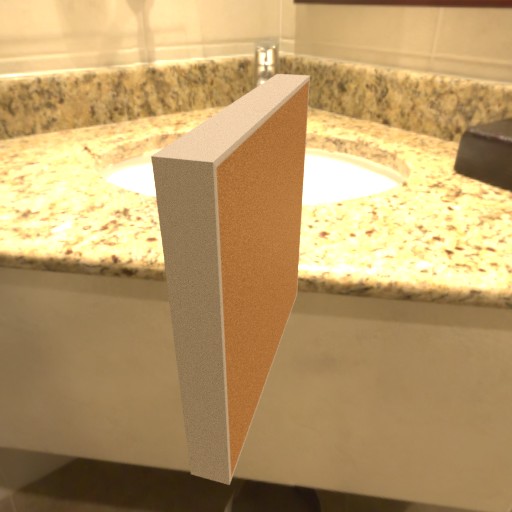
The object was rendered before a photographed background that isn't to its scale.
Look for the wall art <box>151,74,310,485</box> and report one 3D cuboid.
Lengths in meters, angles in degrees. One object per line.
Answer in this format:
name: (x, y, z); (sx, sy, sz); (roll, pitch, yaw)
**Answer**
wall art: (0.000, 0.000, 0.456); (0.038, 0.304, 0.305); (8, 32, 14)
